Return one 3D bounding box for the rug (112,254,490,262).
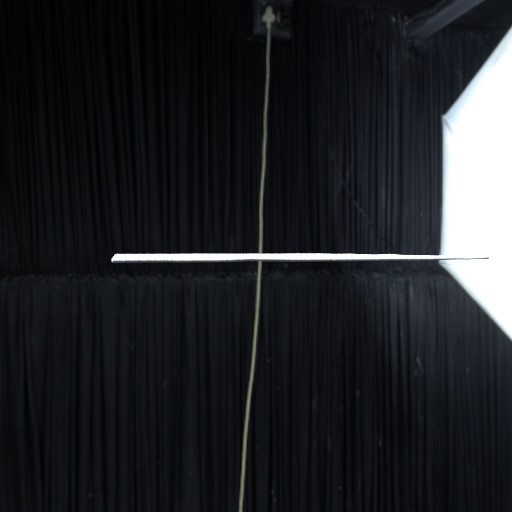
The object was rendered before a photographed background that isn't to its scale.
[{"bbox_3d":[0.000,0.000,0.897,0.548,0.006,0.639,0,1,-17],"label":"rug"}]
